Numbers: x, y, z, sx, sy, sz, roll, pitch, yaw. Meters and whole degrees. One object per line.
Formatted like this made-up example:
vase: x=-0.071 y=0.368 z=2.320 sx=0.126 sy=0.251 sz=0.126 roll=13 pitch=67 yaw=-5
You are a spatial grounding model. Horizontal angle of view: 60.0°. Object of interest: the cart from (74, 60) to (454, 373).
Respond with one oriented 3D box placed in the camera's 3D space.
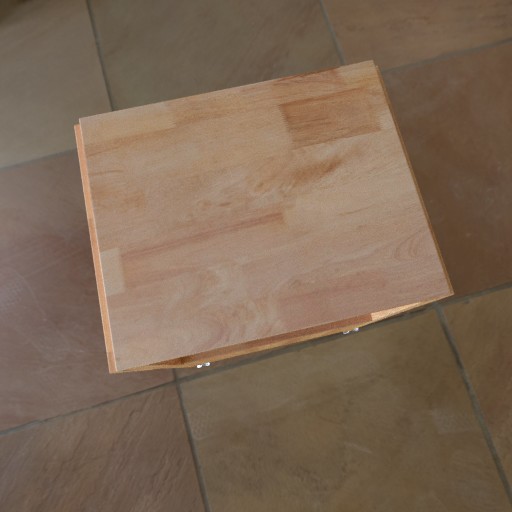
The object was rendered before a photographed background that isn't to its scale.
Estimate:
cart: x=0.000 y=0.000 z=1.242 sx=0.640 sy=0.838 sz=0.508 roll=-12 pitch=77 yaw=-3
